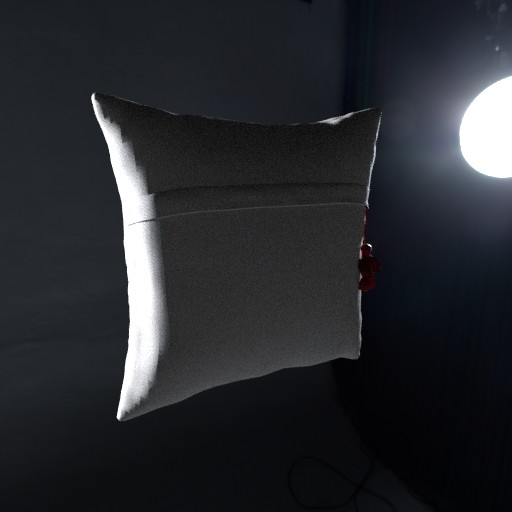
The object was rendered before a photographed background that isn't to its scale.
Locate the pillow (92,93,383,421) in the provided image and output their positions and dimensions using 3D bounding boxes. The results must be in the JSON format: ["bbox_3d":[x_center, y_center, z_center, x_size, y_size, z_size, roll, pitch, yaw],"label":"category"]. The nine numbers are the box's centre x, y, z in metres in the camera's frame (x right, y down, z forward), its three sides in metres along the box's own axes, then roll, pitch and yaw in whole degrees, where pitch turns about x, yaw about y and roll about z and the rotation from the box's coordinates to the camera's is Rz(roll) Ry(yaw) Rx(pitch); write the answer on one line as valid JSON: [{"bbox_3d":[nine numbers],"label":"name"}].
[{"bbox_3d":[0.000,0.000,0.662,0.433,0.436,0.173,-7,15,-27],"label":"pillow"}]
